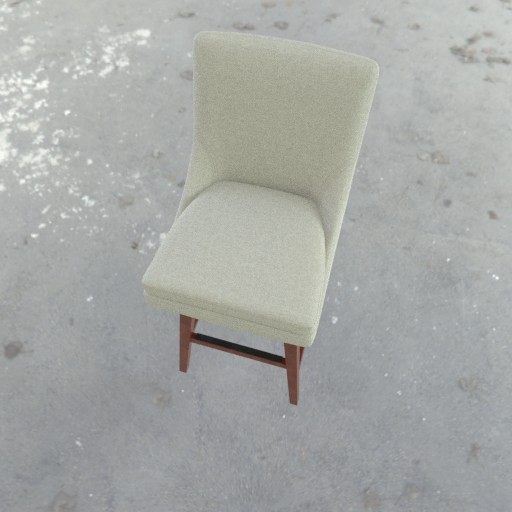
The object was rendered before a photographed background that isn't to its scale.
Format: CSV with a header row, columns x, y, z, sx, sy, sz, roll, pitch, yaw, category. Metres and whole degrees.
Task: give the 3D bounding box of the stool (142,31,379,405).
x,y,z,sx,sy,sz,roll,pitch,yaw,category
0.000,0.000,1.360,0.470,1.092,0.559,14,59,9,stool
